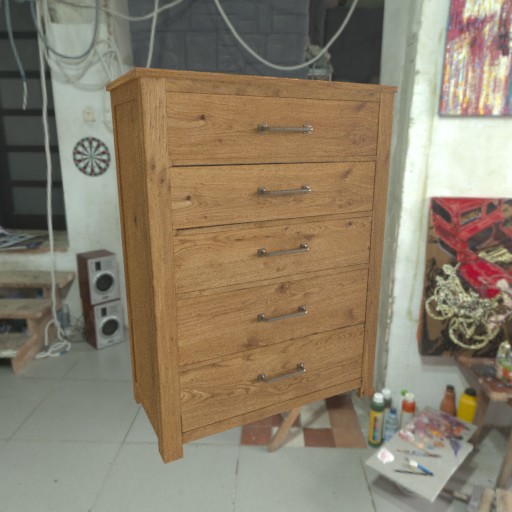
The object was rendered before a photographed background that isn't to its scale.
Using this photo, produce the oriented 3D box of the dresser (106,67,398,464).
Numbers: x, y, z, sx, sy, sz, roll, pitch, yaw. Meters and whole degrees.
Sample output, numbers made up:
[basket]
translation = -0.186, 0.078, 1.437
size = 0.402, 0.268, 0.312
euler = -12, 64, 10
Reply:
[dresser]
translation = 0.000, 0.000, 1.975
size = 1.081, 1.431, 0.558
euler = -8, 17, -27
